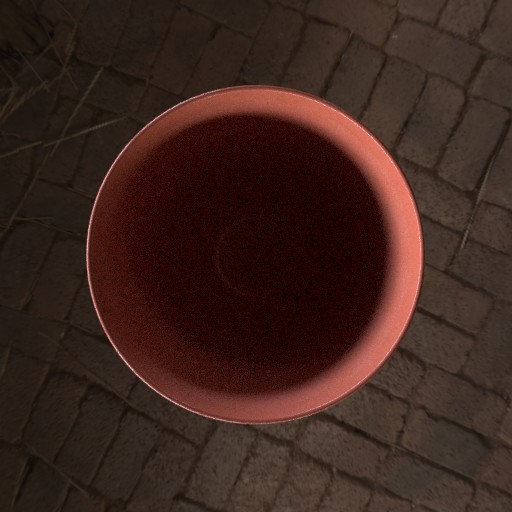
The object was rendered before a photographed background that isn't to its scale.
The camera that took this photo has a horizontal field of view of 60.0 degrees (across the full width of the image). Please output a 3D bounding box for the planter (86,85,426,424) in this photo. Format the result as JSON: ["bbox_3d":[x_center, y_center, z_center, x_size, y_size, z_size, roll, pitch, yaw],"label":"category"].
[{"bbox_3d":[0.000,0.000,0.480,0.266,0.270,0.266,0,89,0],"label":"planter"}]
